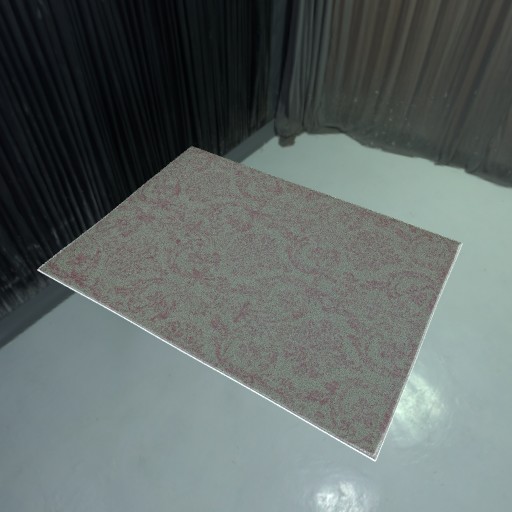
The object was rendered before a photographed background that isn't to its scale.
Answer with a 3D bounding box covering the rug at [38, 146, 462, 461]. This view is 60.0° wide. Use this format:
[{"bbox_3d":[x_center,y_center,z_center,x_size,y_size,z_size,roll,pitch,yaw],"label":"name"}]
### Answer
[{"bbox_3d":[0.000,0.000,2.826,2.202,0.014,1.598,24,51,21],"label":"rug"}]
